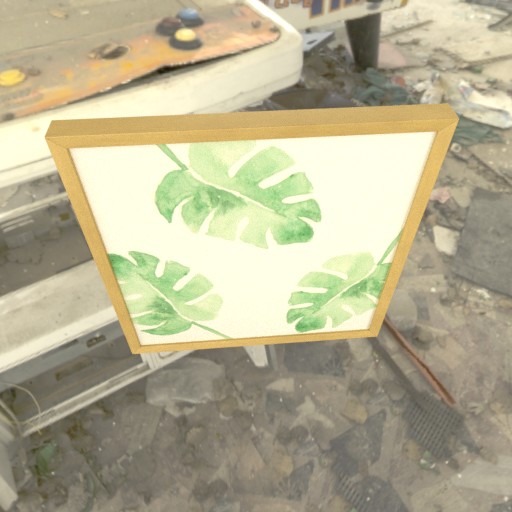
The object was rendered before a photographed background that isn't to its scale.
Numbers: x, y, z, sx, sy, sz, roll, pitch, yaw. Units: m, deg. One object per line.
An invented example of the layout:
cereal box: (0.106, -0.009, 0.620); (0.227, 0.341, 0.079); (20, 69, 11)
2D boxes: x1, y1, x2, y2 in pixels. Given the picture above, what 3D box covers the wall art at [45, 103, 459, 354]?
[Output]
wall art: (0.000, 0.000, 0.741); (0.508, 0.508, 0.038); (-3, 48, -3)
